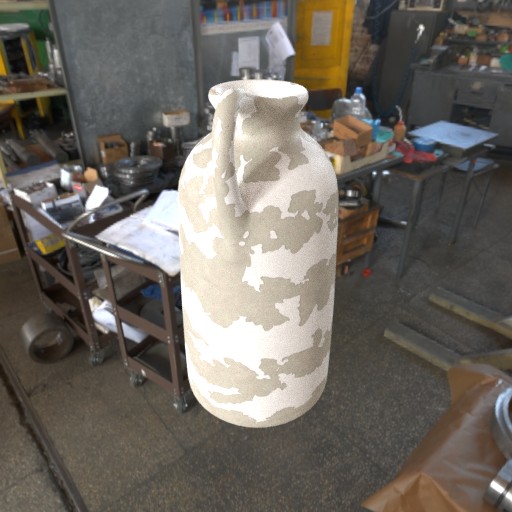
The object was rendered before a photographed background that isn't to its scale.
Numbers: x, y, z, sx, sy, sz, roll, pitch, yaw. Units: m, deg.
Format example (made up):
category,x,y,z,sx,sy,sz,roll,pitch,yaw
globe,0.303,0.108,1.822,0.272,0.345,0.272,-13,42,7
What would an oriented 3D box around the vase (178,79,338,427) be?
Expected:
category,x,y,z,sx,sy,sz,roll,pitch,yaw
vase,0.000,0.000,0.494,0.186,0.382,0.203,9,33,13
